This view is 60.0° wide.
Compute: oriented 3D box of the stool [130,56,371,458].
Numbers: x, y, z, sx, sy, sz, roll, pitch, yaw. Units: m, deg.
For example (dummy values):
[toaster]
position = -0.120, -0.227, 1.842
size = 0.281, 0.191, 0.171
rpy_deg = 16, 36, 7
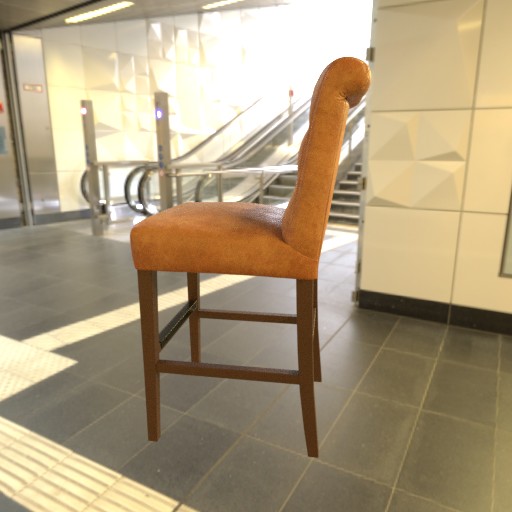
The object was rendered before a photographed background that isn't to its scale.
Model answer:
[stool]
position = 0.000, 0.000, 1.356
size = 0.601, 1.047, 0.493
rpy_deg = 2, 14, 9
